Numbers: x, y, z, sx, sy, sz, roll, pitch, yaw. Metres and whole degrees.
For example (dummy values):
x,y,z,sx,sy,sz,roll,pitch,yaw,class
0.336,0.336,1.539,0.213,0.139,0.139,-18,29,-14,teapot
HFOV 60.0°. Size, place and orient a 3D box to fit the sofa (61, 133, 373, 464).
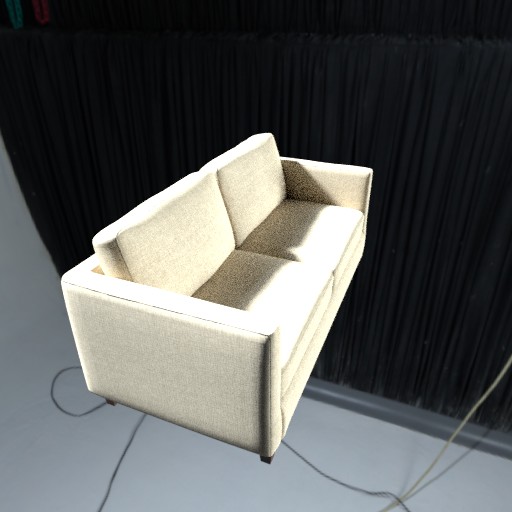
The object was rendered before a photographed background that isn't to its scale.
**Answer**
x,y,z,sx,sy,sz,roll,pitch,yaw,class
0.000,0.000,2.478,0.950,0.963,1.884,12,32,20,sofa
